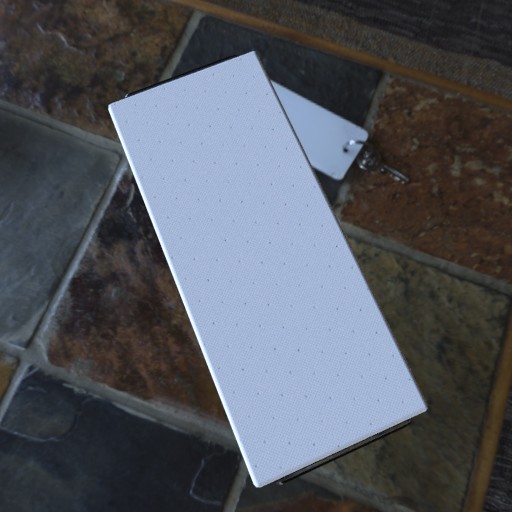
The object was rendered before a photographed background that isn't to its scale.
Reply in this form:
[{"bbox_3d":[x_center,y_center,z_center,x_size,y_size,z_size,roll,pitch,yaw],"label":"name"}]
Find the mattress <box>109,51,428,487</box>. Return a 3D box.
[{"bbox_3d":[0.000,0.000,2.482,0.922,0.519,2.153,-22,78,-5],"label":"mattress"}]
